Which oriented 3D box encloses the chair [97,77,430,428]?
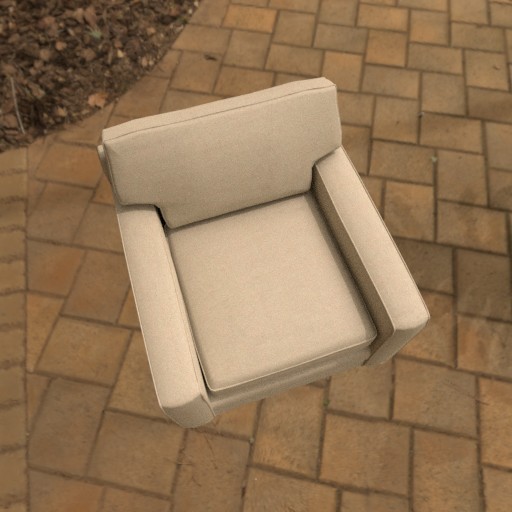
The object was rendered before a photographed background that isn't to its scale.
[{"bbox_3d":[0.000,0.000,1.843,0.998,0.913,1.043,-16,64,-8],"label":"chair"}]
